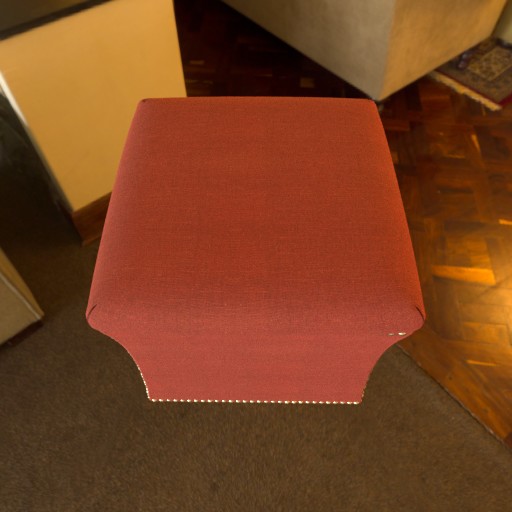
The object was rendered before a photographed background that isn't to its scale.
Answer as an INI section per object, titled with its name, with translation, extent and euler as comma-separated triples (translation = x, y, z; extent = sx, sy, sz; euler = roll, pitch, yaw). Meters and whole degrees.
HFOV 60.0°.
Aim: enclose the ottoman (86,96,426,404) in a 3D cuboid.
[ottoman]
translation = 0.000, 0.000, 0.913
extent = 0.497, 0.475, 0.507
euler = 1, 56, 0
